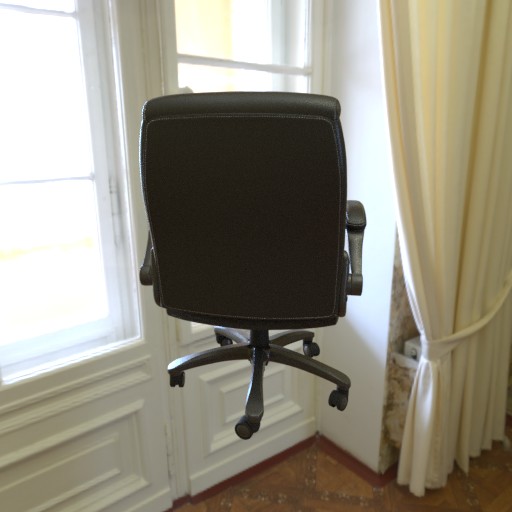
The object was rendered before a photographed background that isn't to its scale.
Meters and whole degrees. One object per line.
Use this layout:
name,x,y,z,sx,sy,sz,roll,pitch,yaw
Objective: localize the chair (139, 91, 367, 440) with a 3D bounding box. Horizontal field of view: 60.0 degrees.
chair,0.000,0.000,1.649,0.782,1.110,0.724,2,16,8
